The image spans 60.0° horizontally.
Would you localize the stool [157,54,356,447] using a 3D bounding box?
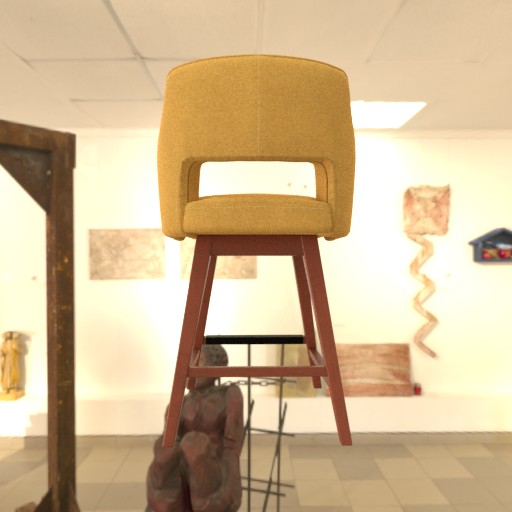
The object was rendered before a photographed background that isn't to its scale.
[{"bbox_3d":[0.000,0.000,1.274,0.548,0.924,0.558,0,1,-1],"label":"stool"}]
